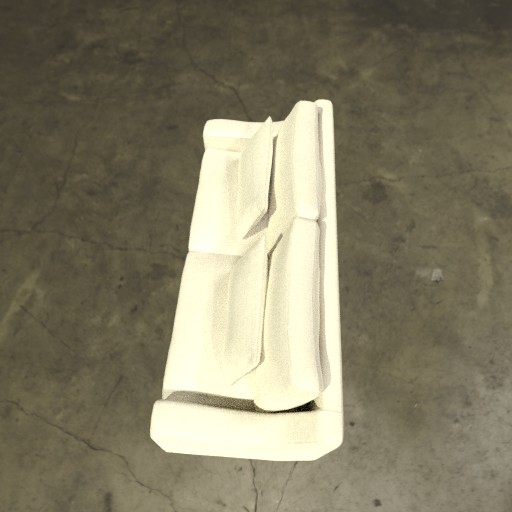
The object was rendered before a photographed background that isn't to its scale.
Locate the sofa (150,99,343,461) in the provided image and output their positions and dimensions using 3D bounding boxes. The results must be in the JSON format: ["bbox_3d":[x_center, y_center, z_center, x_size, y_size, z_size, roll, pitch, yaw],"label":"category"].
[{"bbox_3d":[0.000,0.000,3.045,1.009,1.022,2.470,3,59,2],"label":"sofa"}]
